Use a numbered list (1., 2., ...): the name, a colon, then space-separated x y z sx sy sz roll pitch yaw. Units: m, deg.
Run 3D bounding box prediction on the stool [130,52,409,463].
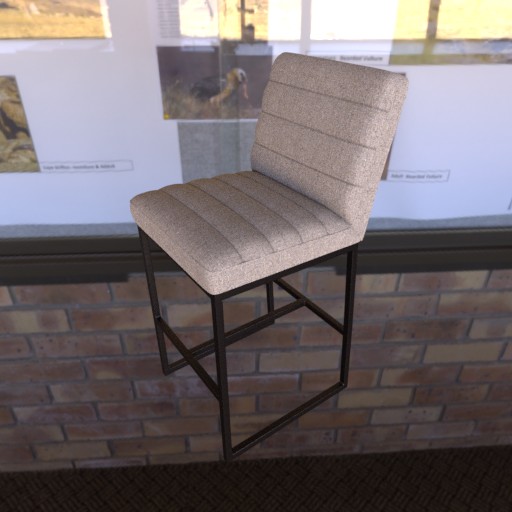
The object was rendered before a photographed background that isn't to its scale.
1. stool: 0.000 0.000 1.311 0.571 1.034 0.459 -21 38 -29
